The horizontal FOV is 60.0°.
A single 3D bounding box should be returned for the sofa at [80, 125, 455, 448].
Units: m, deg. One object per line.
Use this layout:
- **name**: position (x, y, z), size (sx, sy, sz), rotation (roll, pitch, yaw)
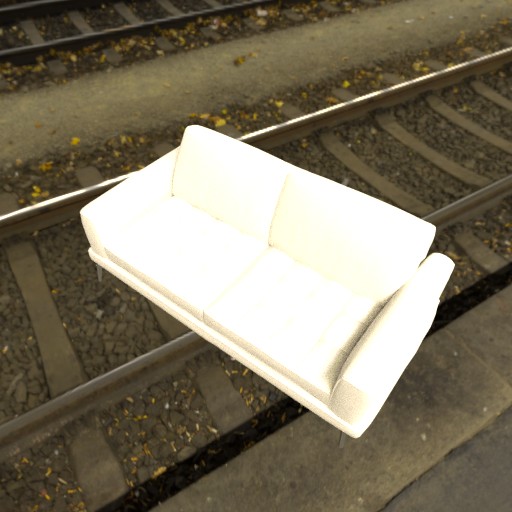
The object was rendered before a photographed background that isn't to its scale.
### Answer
- **sofa**: position (0.000, 0.000, 2.823), size (2.177, 0.930, 1.121), rotation (29, 53, 25)
